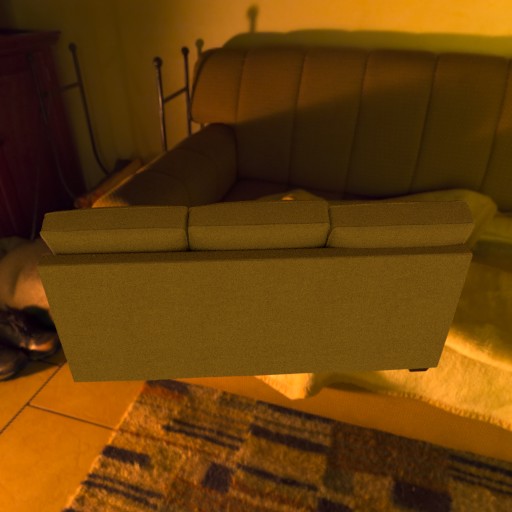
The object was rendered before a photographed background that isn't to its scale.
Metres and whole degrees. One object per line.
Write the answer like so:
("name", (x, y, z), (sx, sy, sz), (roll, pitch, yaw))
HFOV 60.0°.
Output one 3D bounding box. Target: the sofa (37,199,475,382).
("sofa", (0.000, 0.000, 2.719), (2.092, 1.036, 1.127), (-2, 32, -3))
